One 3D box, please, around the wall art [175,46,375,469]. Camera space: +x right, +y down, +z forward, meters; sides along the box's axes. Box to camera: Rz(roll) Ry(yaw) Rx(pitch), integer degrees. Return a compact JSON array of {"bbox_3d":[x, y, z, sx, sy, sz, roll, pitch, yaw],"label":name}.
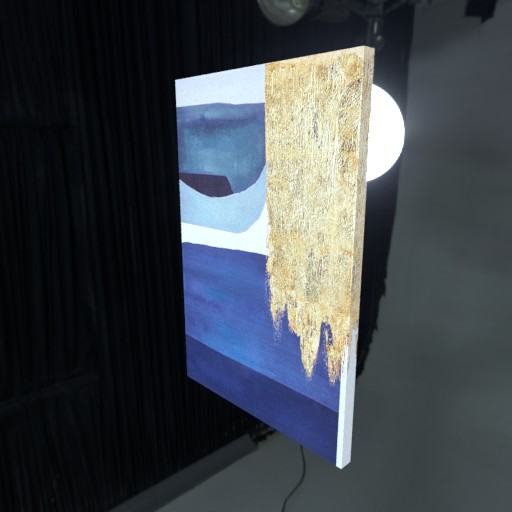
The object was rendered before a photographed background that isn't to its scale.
[{"bbox_3d":[0.000,0.000,1.149,0.039,0.911,0.607,-13,19,-43],"label":"wall art"}]
